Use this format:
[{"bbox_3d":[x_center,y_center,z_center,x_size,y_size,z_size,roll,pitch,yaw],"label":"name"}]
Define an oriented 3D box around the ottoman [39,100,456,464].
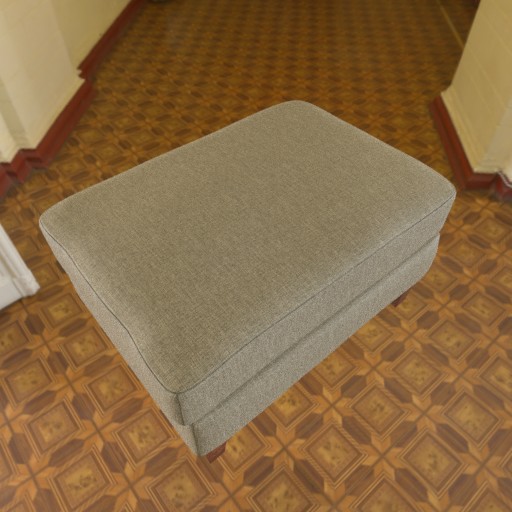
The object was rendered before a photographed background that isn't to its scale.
[{"bbox_3d":[0.000,0.000,1.213,0.873,0.494,0.639,-32,55,-26],"label":"ottoman"}]
